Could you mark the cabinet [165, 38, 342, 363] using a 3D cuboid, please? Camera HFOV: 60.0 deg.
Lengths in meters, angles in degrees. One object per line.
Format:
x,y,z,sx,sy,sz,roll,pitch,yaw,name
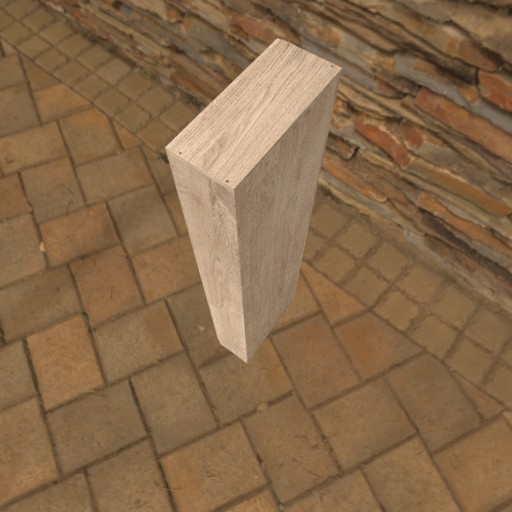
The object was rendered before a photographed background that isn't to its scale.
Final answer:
0.000,0.000,1.969,0.230,1.790,0.500,33,68,15,cabinet
